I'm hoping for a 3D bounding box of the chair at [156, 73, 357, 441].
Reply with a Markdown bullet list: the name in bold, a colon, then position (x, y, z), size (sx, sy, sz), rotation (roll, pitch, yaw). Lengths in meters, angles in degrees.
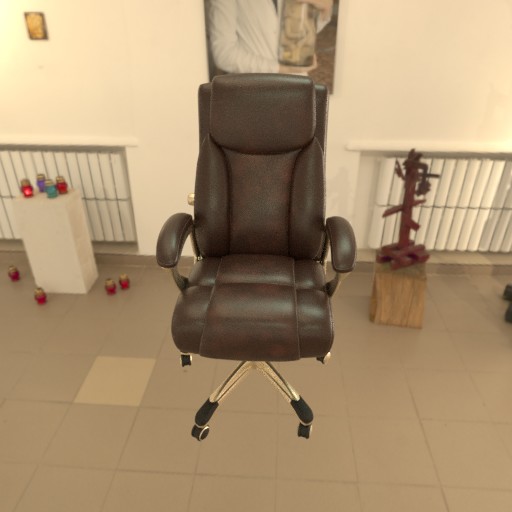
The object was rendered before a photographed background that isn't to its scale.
- **chair**: position (0.000, 0.000, 1.659), size (0.692, 1.194, 0.749), rotation (2, 30, 3)
